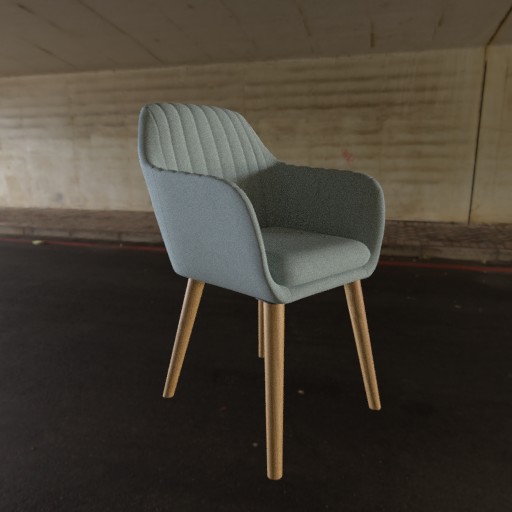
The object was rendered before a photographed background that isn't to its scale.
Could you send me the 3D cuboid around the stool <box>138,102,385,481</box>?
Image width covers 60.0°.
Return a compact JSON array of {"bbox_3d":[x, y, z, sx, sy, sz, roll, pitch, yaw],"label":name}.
[{"bbox_3d":[0.000,0.000,1.211,0.503,0.830,0.590,-12,17,-41],"label":"stool"}]
